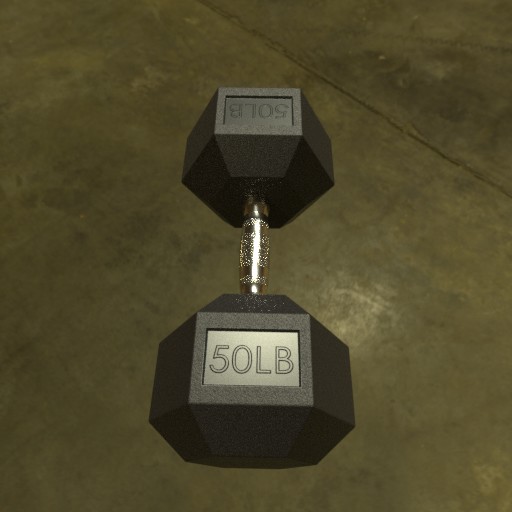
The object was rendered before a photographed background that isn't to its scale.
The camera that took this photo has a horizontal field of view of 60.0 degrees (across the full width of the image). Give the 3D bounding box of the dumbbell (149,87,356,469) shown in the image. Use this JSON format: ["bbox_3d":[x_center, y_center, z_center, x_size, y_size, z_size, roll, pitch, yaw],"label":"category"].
[{"bbox_3d":[0.000,0.000,0.450,0.173,0.150,0.384,1,60,1],"label":"dumbbell"}]
